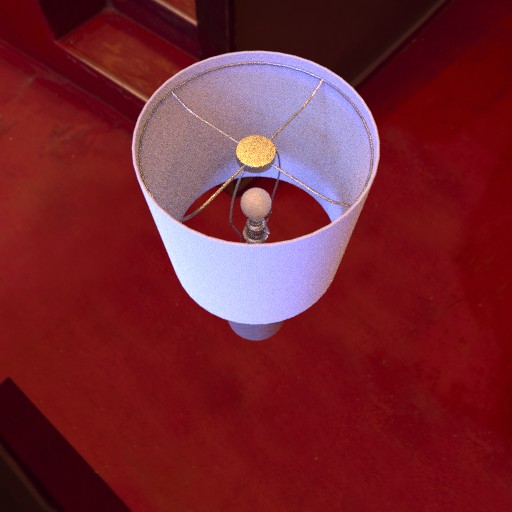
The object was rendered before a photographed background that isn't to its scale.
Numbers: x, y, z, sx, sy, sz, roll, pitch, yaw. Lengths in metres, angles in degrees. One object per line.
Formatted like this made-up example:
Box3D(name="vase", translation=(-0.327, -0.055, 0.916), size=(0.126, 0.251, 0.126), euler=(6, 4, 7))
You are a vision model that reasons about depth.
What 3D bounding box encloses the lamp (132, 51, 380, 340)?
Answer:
Box3D(name="lamp", translation=(0.000, 0.000, 0.579), size=(0.207, 0.461, 0.207), euler=(36, 69, 16))
